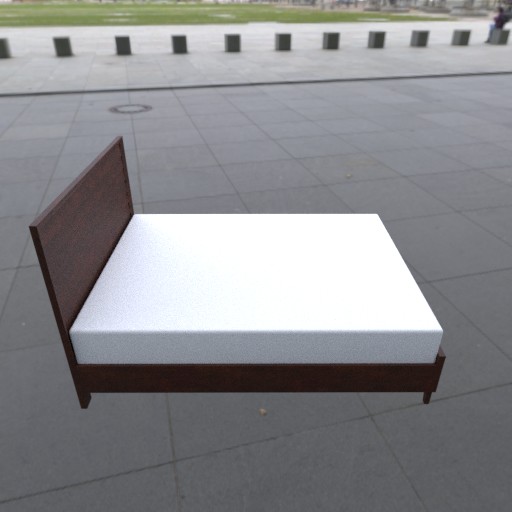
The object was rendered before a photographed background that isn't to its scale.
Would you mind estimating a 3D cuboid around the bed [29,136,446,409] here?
[{"bbox_3d":[0.000,0.000,3.137,2.184,1.270,1.600,0,30,0],"label":"bed"}]
